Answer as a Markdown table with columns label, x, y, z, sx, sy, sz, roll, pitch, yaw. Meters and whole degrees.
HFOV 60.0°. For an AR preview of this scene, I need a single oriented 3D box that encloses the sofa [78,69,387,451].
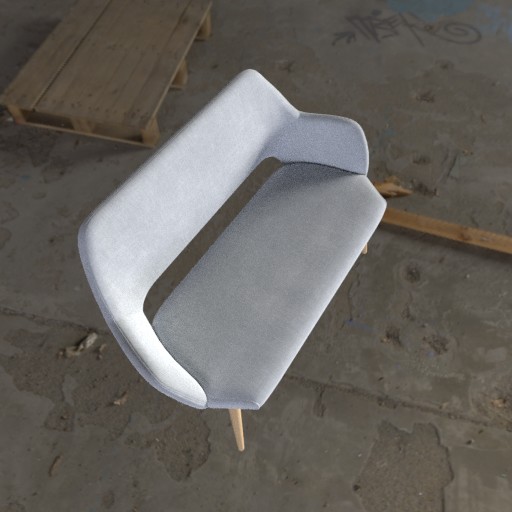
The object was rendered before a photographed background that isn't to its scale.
| label | x | y | z | sx | sy | sz | roll | pitch | yaw |
| --- | --- | --- | --- | --- | --- | --- | --- | --- | --- |
| sofa | 0.000 | 0.000 | 1.577 | 0.610 | 0.840 | 1.150 | 29 | 63 | 17 |
